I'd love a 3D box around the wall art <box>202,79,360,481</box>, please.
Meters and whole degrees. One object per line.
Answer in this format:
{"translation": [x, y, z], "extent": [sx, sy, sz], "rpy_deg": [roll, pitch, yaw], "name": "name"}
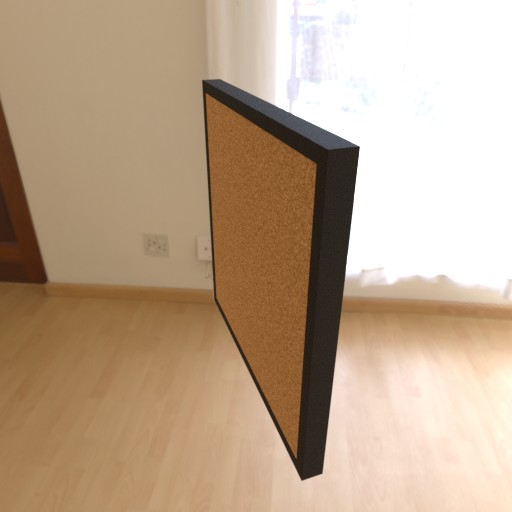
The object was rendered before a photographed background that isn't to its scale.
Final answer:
{"translation": [0.000, 0.000, 0.758], "extent": [0.036, 0.503, 0.506], "rpy_deg": [-10, 31, -17], "name": "wall art"}
